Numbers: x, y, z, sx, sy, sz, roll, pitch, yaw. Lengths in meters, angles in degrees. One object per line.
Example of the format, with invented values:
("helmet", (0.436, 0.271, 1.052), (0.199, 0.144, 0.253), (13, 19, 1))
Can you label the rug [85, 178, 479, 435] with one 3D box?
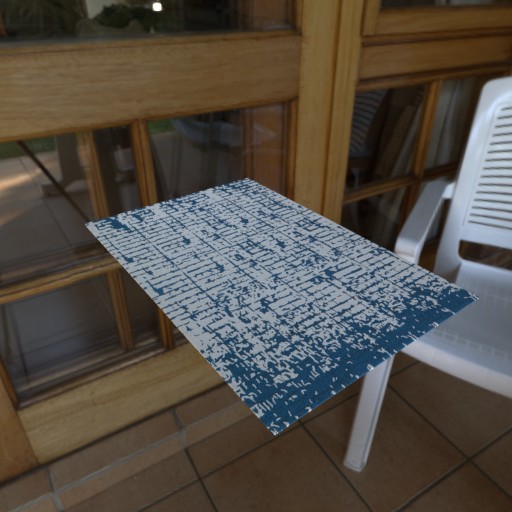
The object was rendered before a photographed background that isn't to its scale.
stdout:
("rug", (0.000, 0.000, 2.364), (1.220, 0.007, 1.828), (-22, 38, -31))
